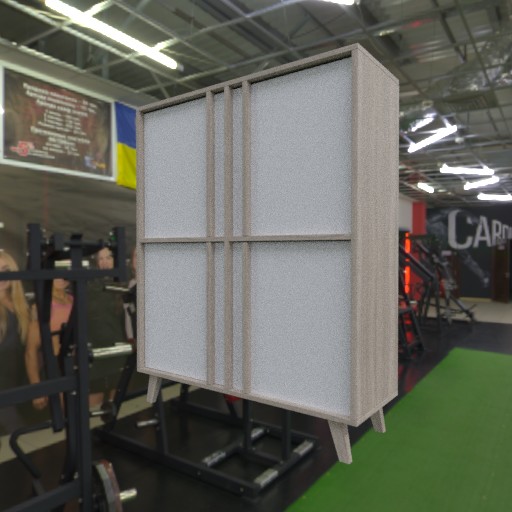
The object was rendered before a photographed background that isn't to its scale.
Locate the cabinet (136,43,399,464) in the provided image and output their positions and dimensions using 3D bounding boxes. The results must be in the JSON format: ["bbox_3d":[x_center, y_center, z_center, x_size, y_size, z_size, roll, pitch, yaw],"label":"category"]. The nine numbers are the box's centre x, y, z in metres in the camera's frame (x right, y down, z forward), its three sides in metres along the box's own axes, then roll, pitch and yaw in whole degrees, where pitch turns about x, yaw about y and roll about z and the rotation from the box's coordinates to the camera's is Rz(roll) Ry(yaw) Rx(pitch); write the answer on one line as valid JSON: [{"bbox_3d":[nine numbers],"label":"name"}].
[{"bbox_3d":[0.000,0.000,1.926,1.111,1.388,0.398,1,1,36],"label":"cabinet"}]
